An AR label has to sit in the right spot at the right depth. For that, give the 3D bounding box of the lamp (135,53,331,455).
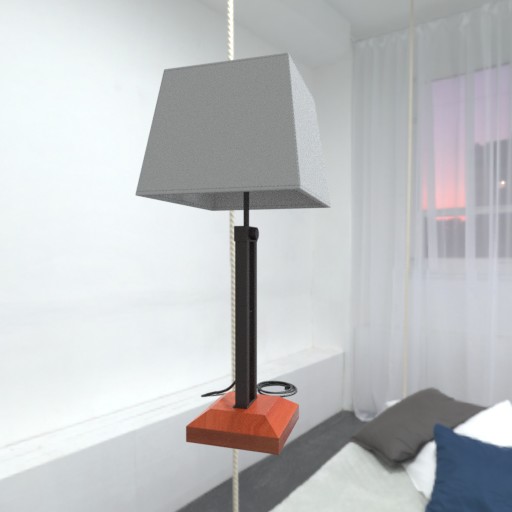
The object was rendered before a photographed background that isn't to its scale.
[{"bbox_3d":[0.000,0.000,1.004,0.310,0.737,0.498,0,1,18],"label":"lamp"}]
